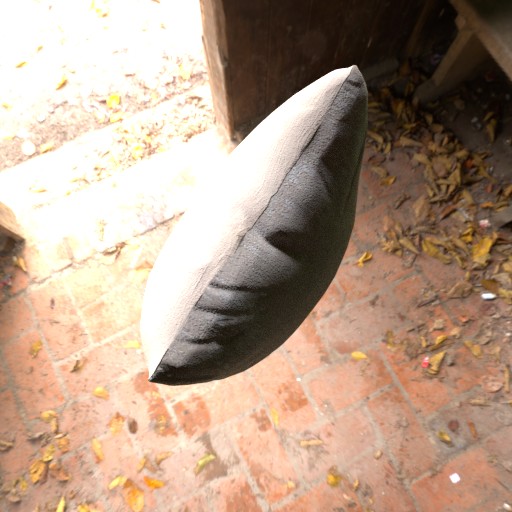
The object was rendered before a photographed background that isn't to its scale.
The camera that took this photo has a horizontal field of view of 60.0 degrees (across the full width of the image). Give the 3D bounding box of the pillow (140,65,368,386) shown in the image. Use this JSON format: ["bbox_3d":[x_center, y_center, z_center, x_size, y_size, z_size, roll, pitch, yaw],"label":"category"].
[{"bbox_3d":[0.000,0.000,0.708,0.245,0.448,0.450,33,77,9],"label":"pillow"}]
